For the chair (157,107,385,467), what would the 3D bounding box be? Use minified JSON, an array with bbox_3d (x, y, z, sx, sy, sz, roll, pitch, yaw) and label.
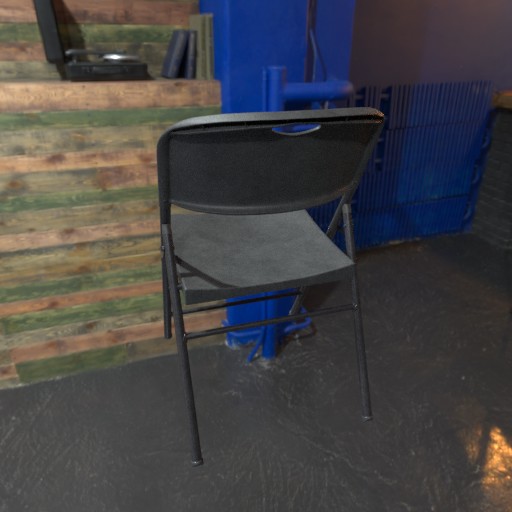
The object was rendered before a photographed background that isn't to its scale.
[{"bbox_3d":[0.000,0.000,1.177,0.494,0.810,0.566,-8,27,-16],"label":"chair"}]
